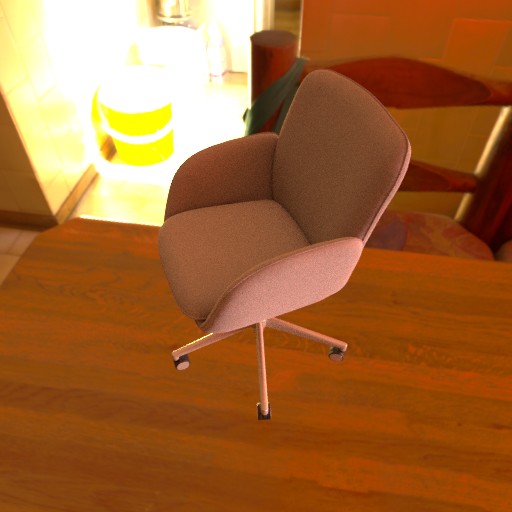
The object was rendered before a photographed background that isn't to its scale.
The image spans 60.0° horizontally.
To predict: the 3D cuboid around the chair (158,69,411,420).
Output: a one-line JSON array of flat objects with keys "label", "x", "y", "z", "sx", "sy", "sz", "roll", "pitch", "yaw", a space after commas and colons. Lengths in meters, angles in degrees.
[{"label": "chair", "x": 0.000, "y": 0.000, "z": 1.397, "sx": 0.654, "sy": 0.959, "sz": 0.648, "roll": -16, "pitch": 48, "yaw": -15}]
